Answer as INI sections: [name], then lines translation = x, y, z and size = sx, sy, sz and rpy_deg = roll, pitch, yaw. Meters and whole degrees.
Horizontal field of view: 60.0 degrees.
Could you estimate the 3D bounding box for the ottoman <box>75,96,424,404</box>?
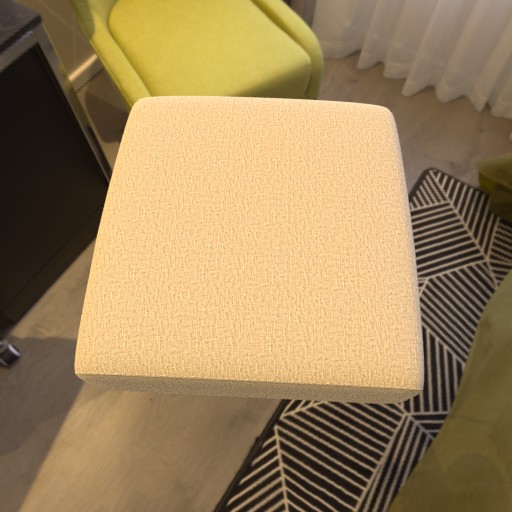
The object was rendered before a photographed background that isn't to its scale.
[ottoman]
translation = 0.000, 0.000, 1.043
size = 0.649, 0.398, 0.650
rpy_deg = 2, 64, 1
